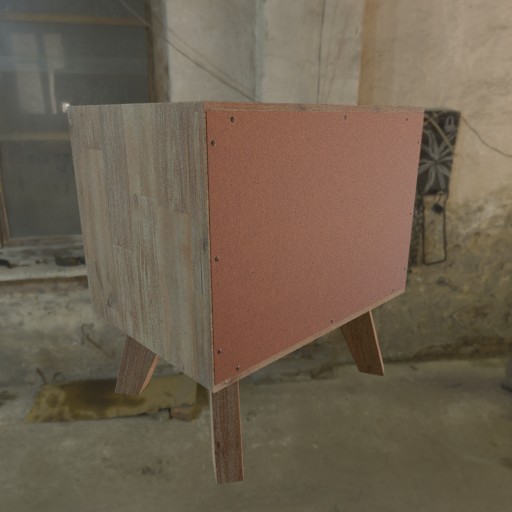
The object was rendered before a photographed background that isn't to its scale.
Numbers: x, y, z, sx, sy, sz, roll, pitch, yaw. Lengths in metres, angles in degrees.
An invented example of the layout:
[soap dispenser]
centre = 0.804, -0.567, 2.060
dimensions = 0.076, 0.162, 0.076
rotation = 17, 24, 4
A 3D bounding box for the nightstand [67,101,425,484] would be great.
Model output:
[nightstand]
centre = 0.000, 0.000, 0.922
dimensions = 0.552, 0.589, 0.396
rotation = -16, 24, -42
